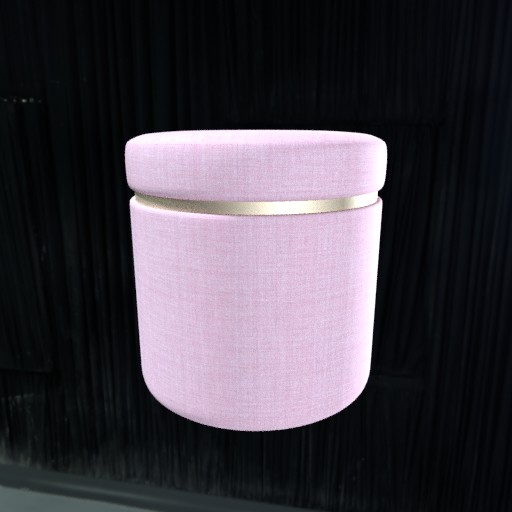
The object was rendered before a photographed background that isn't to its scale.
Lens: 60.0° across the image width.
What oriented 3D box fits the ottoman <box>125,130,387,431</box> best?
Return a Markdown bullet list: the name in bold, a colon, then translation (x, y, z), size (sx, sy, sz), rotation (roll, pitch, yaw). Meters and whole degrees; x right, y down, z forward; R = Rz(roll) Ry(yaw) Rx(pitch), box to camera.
- **ottoman**: translation (0.000, 0.000, 0.747), size (0.400, 0.406, 0.400), rotation (0, 15, 0)
